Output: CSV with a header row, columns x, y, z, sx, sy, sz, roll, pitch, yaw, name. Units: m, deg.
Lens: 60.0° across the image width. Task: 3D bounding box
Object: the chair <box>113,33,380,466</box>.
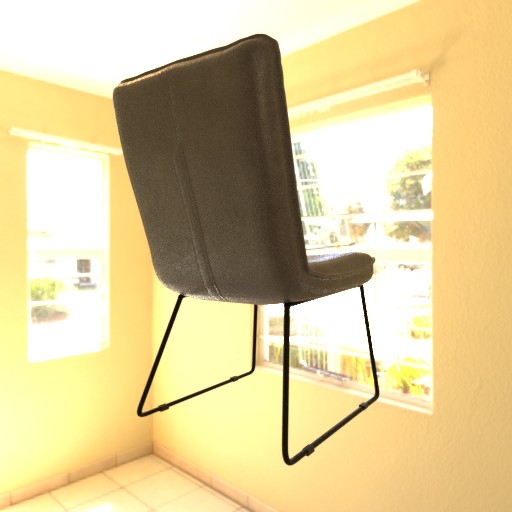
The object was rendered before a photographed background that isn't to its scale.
x,y,z,sx,sy,sz,roll,pitch,yaw,name
0.000,0.000,1.301,0.515,0.932,0.688,1,1,35,chair
